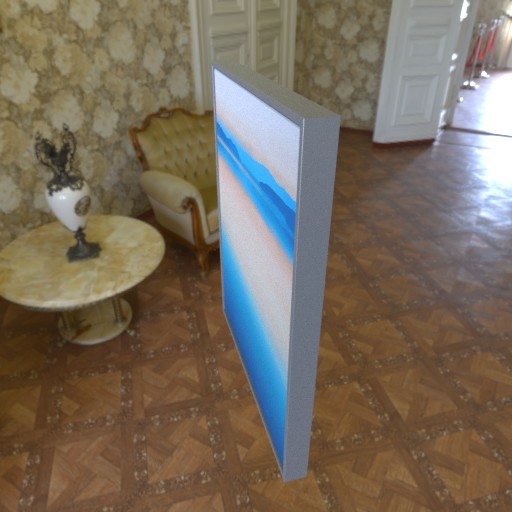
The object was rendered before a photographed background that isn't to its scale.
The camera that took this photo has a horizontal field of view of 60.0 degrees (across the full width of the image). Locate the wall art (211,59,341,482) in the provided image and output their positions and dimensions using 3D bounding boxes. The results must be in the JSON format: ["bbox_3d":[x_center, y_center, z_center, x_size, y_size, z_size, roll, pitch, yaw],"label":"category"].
[{"bbox_3d":[0.000,0.000,0.739,0.037,0.554,0.453,-8,31,-14],"label":"wall art"}]
